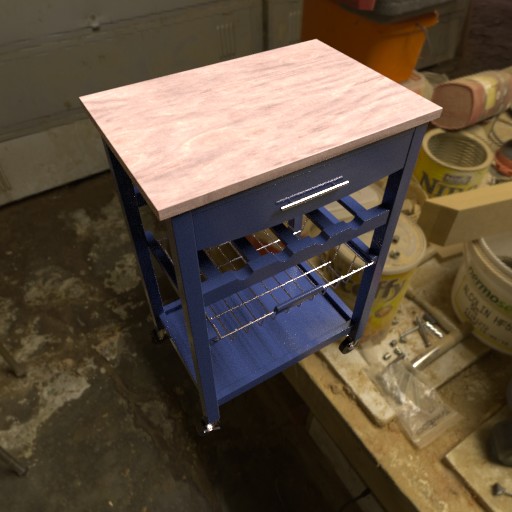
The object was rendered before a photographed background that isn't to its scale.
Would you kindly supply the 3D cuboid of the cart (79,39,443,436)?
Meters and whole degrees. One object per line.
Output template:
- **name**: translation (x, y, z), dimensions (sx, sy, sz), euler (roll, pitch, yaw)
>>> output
- **cart**: translation (0.000, 0.000, 1.148), dimensions (0.584, 0.839, 0.403), euler (-24, 51, -21)
